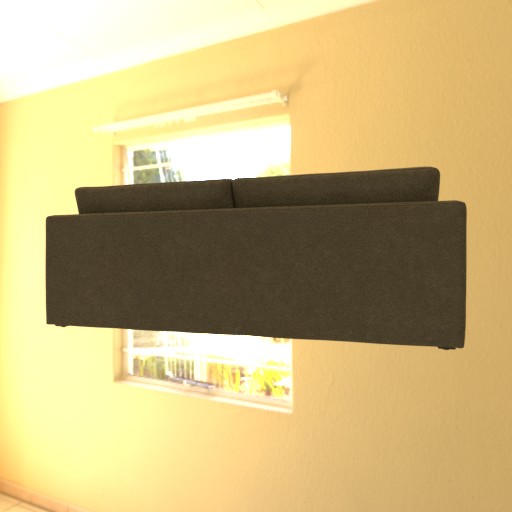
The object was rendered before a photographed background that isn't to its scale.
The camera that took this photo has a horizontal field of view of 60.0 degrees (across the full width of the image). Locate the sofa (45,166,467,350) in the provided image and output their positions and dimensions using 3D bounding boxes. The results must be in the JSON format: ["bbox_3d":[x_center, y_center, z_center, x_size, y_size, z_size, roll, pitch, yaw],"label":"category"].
[{"bbox_3d":[0.000,0.000,2.737,2.257,0.838,1.092,0,0,18],"label":"sofa"}]
